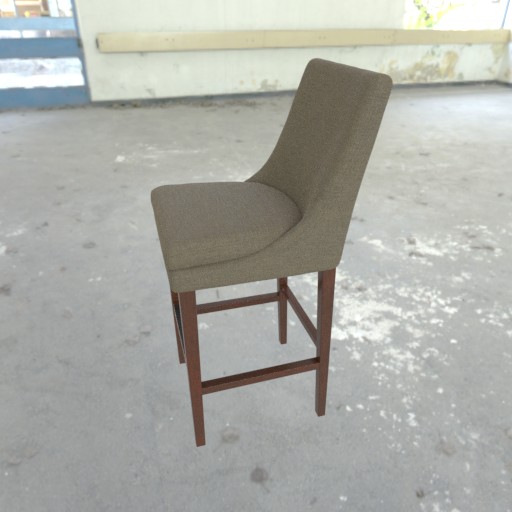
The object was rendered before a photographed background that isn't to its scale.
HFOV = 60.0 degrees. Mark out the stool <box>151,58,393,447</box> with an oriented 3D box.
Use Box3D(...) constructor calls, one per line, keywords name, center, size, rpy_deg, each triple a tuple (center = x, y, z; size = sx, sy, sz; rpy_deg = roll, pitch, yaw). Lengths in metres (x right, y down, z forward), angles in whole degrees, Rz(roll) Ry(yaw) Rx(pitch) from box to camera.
Box3D(name="stool", center=(0.000, 0.000, 1.370), size=(0.577, 1.078, 0.470), rpy_deg=(-8, 30, -14))
